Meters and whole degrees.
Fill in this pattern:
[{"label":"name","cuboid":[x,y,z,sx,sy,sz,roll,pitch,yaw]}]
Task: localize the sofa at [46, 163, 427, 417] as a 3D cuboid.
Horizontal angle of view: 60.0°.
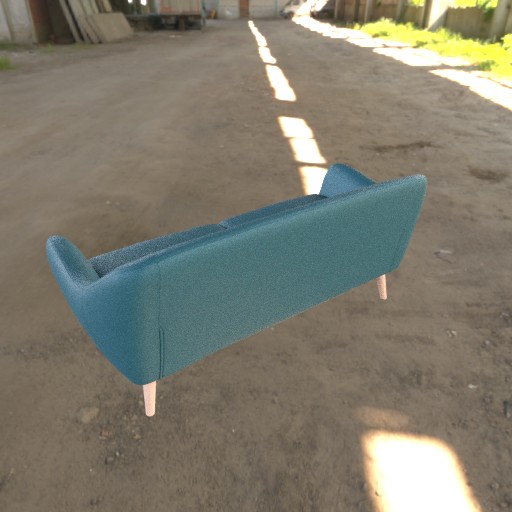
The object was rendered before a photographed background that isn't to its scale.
[{"label":"sofa","cuboid":[0.000,0.000,2.283,1.840,0.836,0.820,-19,36,-30]}]
